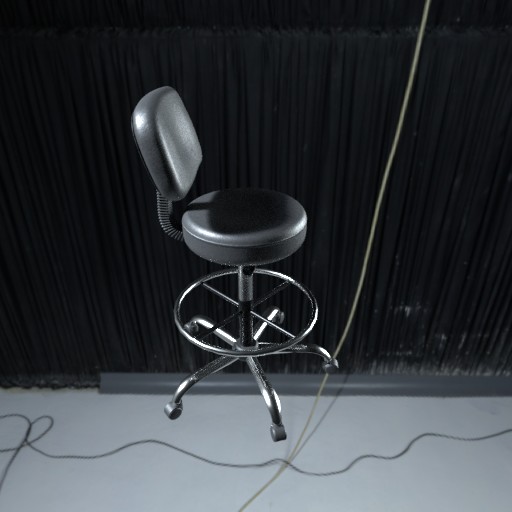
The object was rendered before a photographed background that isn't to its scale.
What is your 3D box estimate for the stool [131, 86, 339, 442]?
[{"bbox_3d":[0.000,0.000,1.517,0.658,1.069,0.694,0,30,1],"label":"stool"}]
